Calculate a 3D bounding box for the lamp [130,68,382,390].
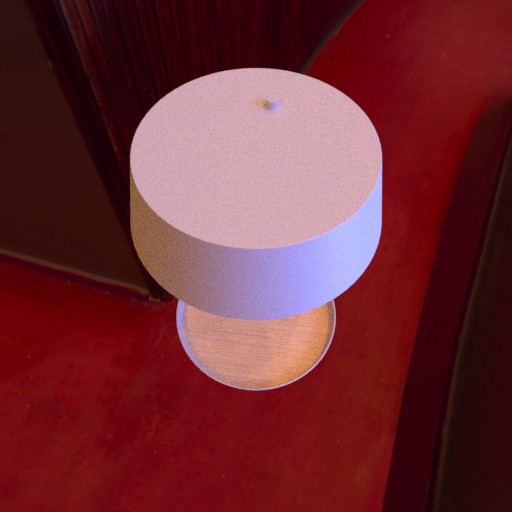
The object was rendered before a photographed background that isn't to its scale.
[{"bbox_3d":[0.000,0.000,0.611,0.291,0.429,0.291,0,58,0],"label":"lamp"}]
